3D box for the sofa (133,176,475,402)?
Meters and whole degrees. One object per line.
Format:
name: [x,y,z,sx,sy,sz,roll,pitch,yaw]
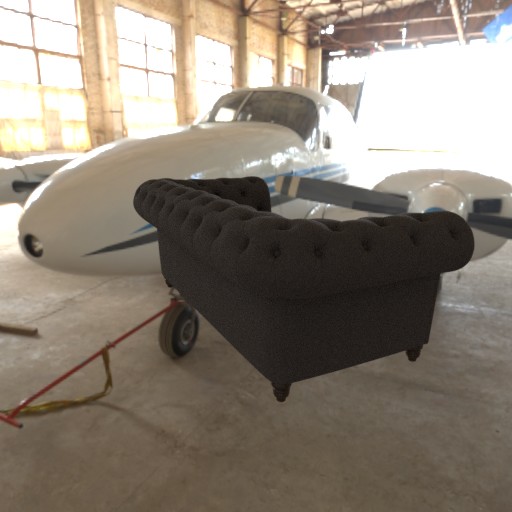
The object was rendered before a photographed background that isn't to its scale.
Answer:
sofa: [0.000,0.000,2.470,0.986,0.764,1.998,-8,17,-26]
